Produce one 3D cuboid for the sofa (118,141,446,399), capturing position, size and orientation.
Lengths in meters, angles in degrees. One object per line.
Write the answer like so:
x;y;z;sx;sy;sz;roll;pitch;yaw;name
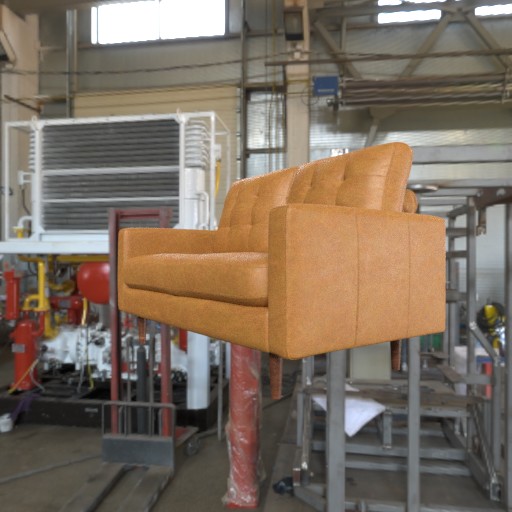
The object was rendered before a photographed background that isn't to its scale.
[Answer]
0.000;0.000;2.031;0.868;0.898;1.430;0;0;-36;sofa
